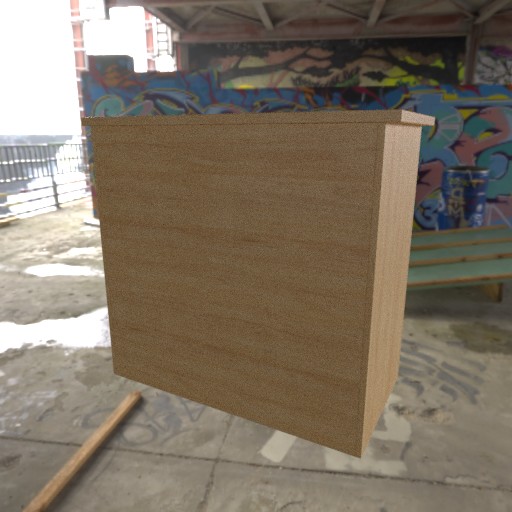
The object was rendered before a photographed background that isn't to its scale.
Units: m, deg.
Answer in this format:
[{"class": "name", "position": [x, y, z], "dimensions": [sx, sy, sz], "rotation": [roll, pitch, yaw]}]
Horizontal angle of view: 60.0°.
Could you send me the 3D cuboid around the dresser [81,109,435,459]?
[{"class": "dresser", "position": [0.000, 0.000, 1.220], "dimensions": [0.800, 0.730, 0.410], "rotation": [8, 17, 28]}]
